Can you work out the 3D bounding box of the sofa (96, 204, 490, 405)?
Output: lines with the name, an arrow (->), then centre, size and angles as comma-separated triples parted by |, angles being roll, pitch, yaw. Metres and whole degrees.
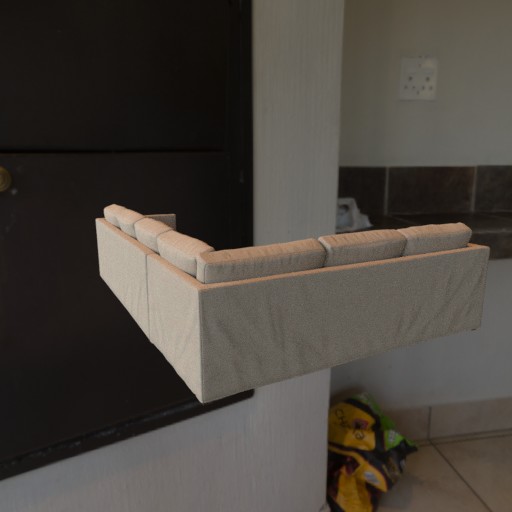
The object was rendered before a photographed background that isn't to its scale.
sofa -> 0.000, 0.000, 4.279 | 2.432, 0.871, 3.182 | -7, 14, -28
